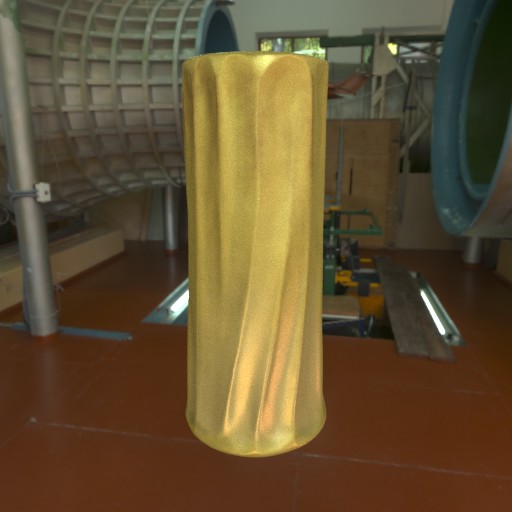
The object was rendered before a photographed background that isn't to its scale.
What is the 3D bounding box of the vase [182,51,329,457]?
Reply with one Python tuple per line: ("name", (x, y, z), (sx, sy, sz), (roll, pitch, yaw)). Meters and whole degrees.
("vase", (0.000, 0.000, 0.178), (0.061, 0.143, 0.061), (0, 15, 0))
